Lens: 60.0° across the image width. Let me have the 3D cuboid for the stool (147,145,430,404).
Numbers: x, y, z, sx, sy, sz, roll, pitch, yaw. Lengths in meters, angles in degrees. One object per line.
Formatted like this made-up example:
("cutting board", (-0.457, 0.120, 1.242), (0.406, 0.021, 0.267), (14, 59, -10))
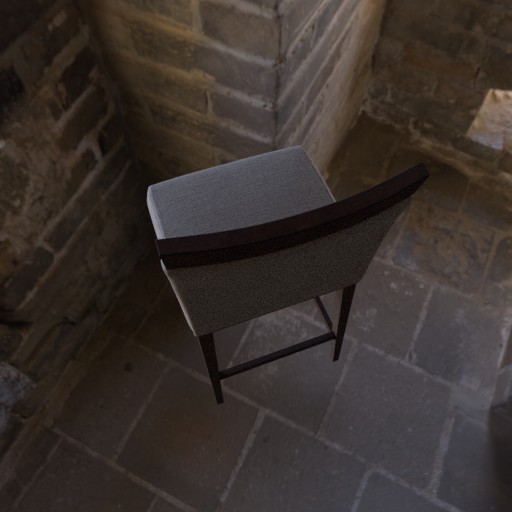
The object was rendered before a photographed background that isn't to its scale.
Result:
("stool", (0.000, 0.000, 1.305), (0.512, 1.009, 0.531), (-17, 60, -10))
